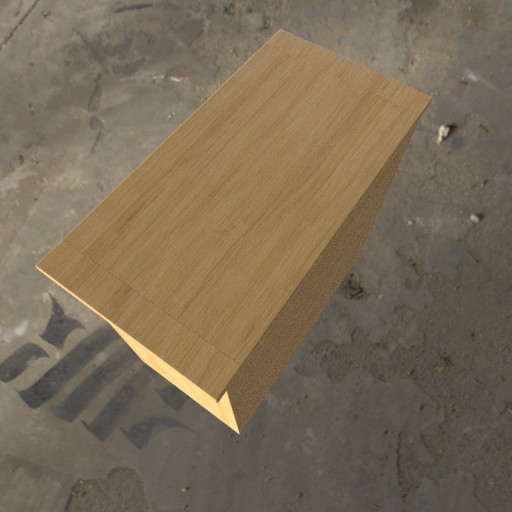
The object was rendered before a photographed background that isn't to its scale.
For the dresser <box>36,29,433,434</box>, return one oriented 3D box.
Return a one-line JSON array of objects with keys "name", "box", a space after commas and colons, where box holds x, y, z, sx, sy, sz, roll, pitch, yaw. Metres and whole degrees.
[{"name": "dresser", "box": [0.000, 0.000, 1.217, 0.410, 0.730, 0.800, 32, 67, 15]}]
